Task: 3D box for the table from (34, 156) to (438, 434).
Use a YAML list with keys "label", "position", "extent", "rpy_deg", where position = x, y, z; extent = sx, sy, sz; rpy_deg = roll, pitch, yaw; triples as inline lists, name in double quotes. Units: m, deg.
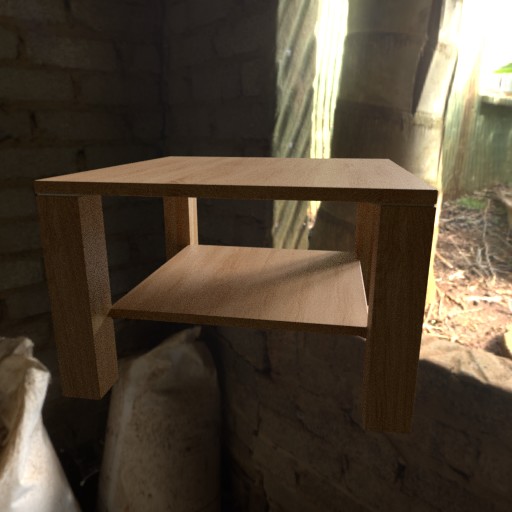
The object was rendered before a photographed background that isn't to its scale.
- label: "table"
  position: [0.000, 0.000, 1.140]
  extent: [0.700, 0.450, 0.700]
  rpy_deg: [3, 16, 10]
